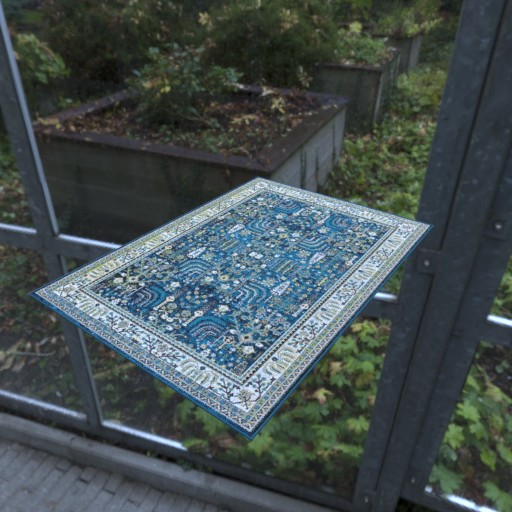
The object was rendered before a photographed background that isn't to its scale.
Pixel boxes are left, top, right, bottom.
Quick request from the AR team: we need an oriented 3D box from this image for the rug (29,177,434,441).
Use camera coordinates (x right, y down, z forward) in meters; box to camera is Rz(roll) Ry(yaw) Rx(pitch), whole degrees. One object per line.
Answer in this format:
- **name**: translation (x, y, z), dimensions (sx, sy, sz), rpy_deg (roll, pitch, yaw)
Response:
- **rug**: translation (0.000, 0.000, 2.882), dimensions (1.594, 0.013, 2.213), rpy_deg (21, 38, 30)
